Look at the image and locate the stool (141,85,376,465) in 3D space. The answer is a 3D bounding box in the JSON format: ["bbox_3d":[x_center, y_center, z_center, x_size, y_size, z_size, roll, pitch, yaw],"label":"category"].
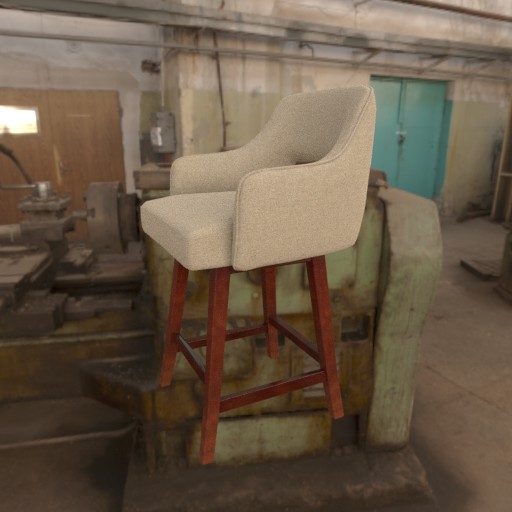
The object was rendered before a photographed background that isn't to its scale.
[{"bbox_3d":[0.000,0.000,1.285,0.560,0.936,0.550,-8,18,-25],"label":"stool"}]
